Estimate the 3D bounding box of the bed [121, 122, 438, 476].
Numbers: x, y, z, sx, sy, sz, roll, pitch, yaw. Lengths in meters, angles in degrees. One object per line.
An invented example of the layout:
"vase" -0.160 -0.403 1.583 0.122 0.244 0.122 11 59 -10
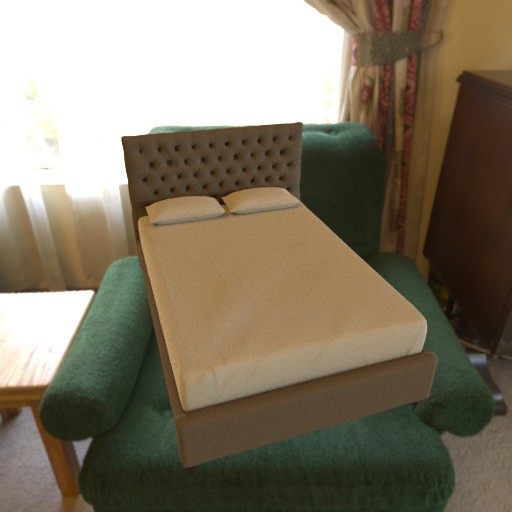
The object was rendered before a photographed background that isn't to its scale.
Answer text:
"bed" 0.000 0.000 3.430 1.698 1.427 2.387 -9 31 -16
